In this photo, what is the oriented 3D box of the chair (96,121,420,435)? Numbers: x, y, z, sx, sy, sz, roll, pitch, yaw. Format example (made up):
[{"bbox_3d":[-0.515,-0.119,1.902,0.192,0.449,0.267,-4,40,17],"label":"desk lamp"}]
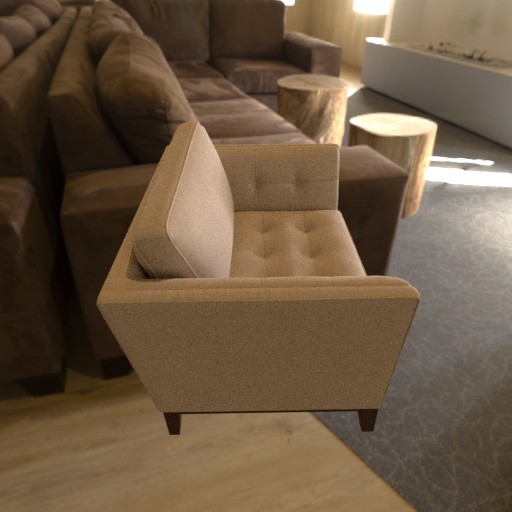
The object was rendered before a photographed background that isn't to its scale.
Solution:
[{"bbox_3d":[0.000,0.000,2.037,0.965,0.940,1.397,-1,32,-1],"label":"chair"}]
